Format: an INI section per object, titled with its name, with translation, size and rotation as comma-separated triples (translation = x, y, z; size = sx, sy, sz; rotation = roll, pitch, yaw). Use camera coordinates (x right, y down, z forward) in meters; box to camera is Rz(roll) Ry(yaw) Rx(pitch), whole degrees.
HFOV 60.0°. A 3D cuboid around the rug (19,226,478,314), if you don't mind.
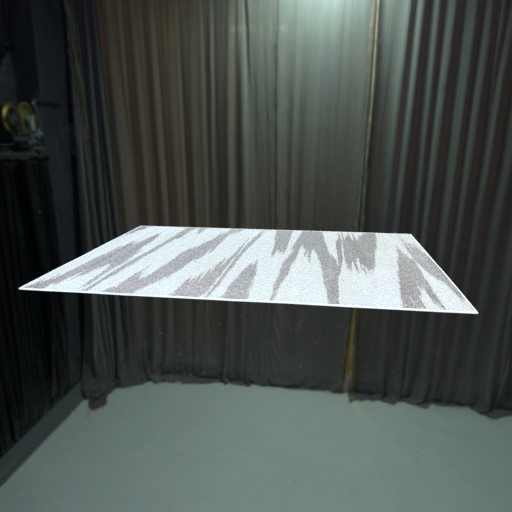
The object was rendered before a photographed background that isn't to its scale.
[rug]
translation = 0.000, 0.000, 2.758
size = 2.142, 0.010, 1.533
rotation = 2, 16, 8
